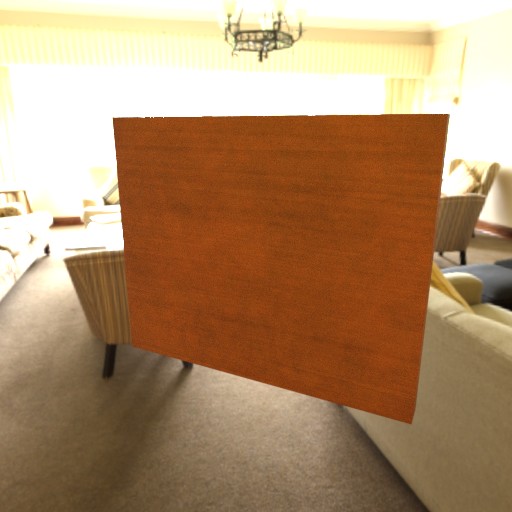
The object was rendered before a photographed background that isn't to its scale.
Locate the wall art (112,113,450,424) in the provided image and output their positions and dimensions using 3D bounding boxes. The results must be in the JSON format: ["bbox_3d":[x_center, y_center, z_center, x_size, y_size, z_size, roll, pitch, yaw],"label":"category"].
[{"bbox_3d":[0.000,0.000,0.544,0.401,0.328,0.030,8,18,26],"label":"wall art"}]
